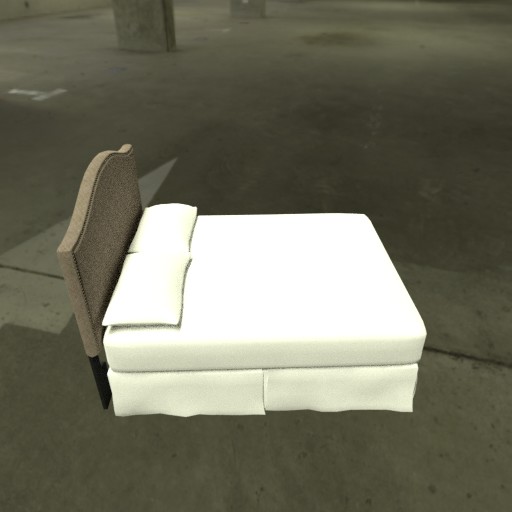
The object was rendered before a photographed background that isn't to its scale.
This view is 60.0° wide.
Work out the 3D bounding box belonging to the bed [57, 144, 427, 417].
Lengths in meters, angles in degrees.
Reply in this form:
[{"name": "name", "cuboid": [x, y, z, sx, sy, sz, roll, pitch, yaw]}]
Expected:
[{"name": "bed", "cuboid": [0.000, 0.000, 3.287, 2.153, 1.518, 1.713, -1, 33, -2]}]
